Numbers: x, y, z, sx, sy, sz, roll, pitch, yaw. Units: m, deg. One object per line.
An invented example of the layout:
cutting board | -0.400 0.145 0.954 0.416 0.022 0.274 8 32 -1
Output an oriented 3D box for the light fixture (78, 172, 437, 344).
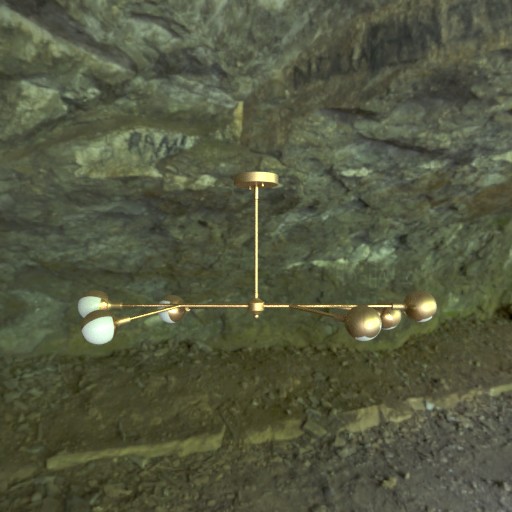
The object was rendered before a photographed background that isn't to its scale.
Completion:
light fixture | 0.000 0.000 1.003 0.778 0.362 0.434 0 0 17
